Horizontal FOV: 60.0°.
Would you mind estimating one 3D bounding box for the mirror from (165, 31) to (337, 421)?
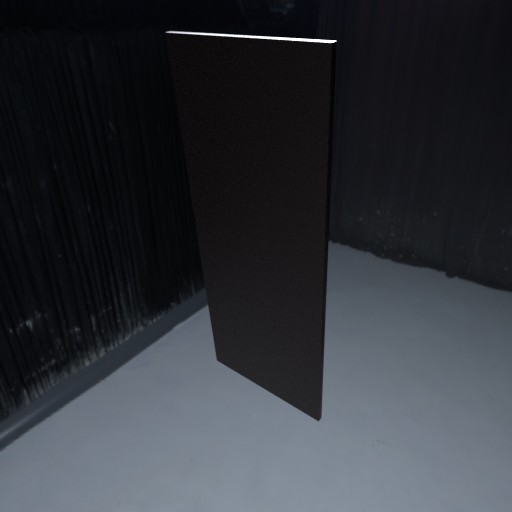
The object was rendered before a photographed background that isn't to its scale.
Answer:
[{"bbox_3d":[0.000,0.000,2.253,0.812,2.020,0.221,22,37,33],"label":"mirror"}]
